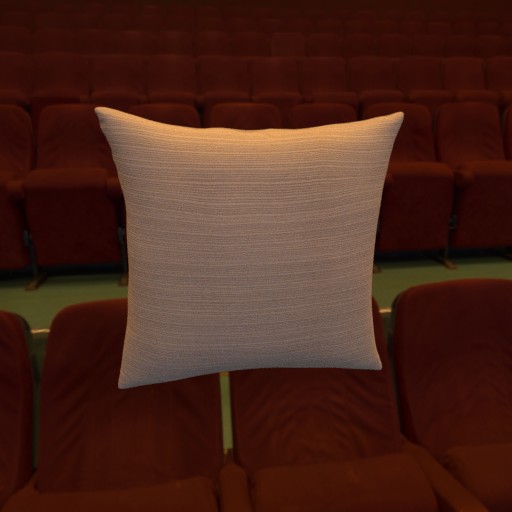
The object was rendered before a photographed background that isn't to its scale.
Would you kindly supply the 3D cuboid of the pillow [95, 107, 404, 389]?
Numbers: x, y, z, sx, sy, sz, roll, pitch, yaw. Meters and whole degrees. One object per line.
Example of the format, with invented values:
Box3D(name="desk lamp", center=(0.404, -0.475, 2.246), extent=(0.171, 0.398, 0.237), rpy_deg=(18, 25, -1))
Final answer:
Box3D(name="pillow", center=(0.000, 0.000, 0.784), extent=(0.512, 0.497, 0.204), rpy_deg=(-2, 16, -8))
